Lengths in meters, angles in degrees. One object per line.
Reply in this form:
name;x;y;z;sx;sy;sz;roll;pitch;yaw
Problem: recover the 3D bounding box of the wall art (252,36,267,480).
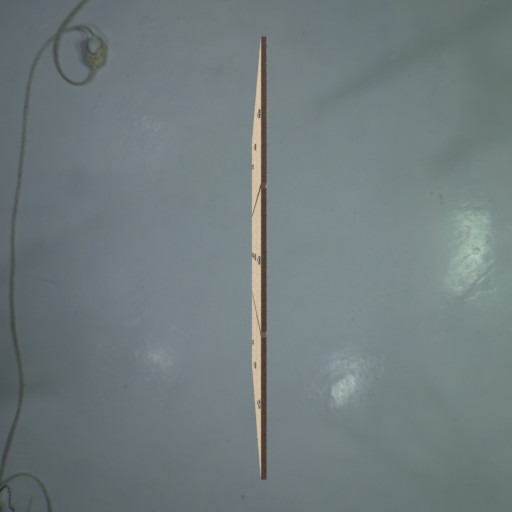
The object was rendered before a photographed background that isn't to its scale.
wall art;0.000;0.000;1.357;0.018;0.904;0.906;0;91;-2
